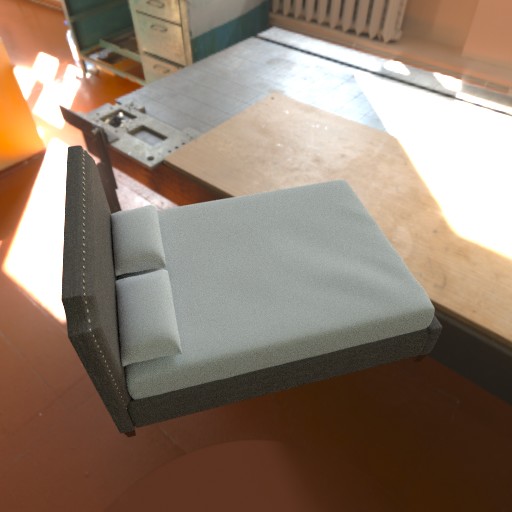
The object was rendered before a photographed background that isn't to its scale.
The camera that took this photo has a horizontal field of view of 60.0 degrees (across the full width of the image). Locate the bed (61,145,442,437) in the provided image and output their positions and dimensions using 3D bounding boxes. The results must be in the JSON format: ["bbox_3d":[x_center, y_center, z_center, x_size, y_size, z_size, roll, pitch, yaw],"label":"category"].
[{"bbox_3d":[0.000,0.000,3.388,2.381,1.457,1.713,-11,47,-11],"label":"bed"}]
